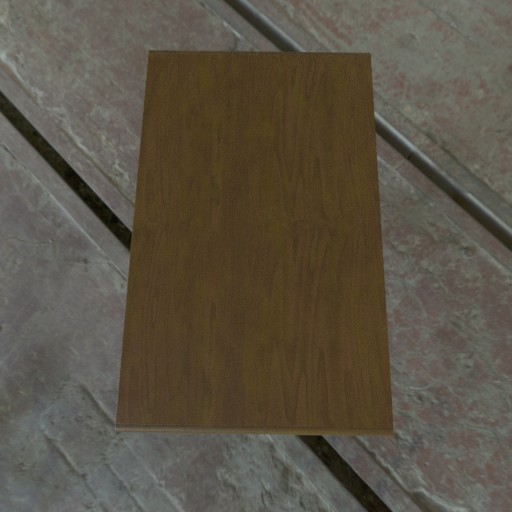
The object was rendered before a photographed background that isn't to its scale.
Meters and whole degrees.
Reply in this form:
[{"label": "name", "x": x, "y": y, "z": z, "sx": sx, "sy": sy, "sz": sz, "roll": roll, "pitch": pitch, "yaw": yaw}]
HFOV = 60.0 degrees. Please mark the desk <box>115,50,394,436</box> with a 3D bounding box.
[{"label": "desk", "x": 0.000, "y": 0.000, "z": 1.537, "sx": 0.660, "sy": 0.754, "sz": 1.066, "roll": 1, "pitch": 75, "yaw": 0}]
